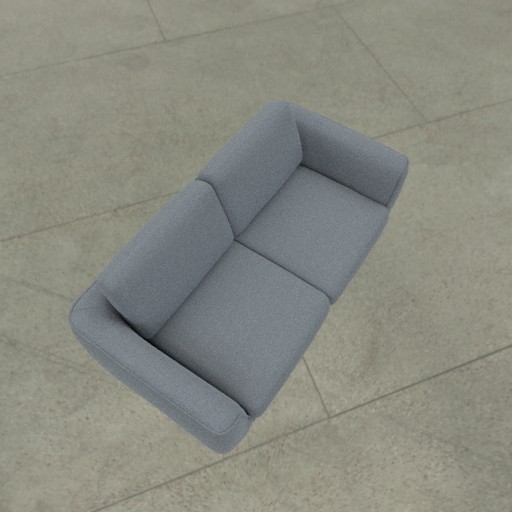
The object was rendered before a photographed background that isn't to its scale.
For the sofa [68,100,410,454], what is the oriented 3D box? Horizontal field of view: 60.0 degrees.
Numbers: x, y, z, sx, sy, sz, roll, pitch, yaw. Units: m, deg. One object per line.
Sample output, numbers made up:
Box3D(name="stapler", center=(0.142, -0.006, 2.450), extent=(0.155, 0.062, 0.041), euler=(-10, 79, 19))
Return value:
Box3D(name="sofa", center=(0.000, 0.000, 2.241), extent=(0.920, 0.850, 1.700), euler=(30, 63, 17))
